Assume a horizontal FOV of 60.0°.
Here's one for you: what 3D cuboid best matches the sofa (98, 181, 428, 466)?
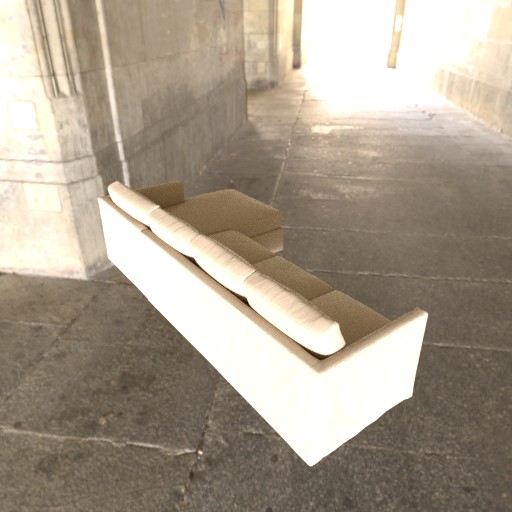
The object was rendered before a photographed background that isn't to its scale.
[{"bbox_3d":[0.000,0.000,3.858,1.622,0.871,3.206,-19,33,-32],"label":"sofa"}]
